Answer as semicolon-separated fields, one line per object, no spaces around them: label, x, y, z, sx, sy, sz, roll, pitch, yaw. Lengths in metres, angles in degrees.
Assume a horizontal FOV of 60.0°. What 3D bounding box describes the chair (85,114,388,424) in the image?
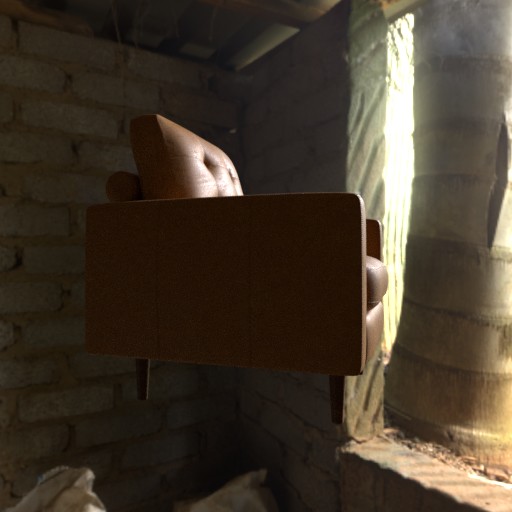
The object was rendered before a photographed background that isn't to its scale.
chair;0.000;0.000;1.547;0.868;0.896;0.831;0;-1;19
